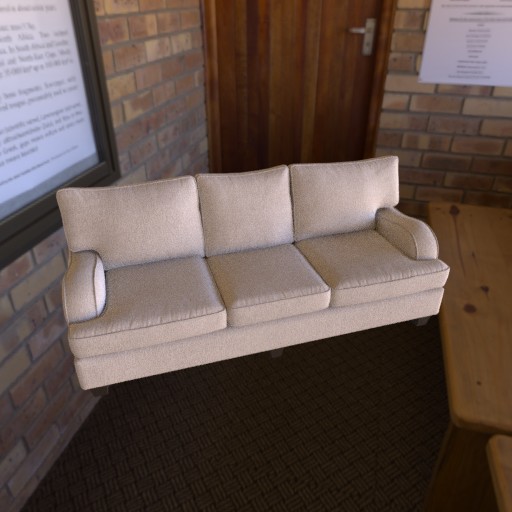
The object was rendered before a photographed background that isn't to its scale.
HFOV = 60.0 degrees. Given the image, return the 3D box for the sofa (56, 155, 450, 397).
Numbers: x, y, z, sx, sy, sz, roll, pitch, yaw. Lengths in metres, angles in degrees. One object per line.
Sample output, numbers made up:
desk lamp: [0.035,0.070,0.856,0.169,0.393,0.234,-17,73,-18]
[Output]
sofa: [0.000,0.000,2.908,2.323,0.991,1.016,-9,32,-15]
